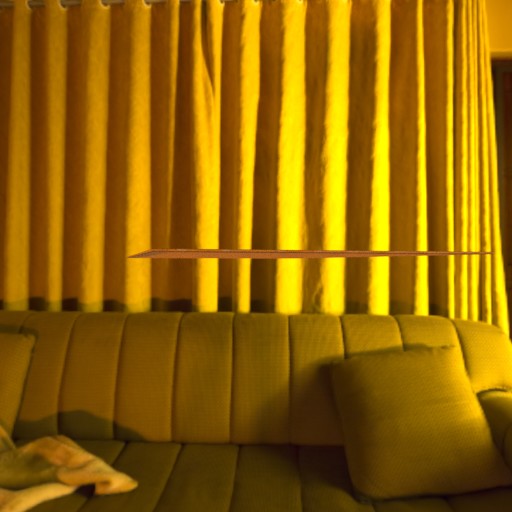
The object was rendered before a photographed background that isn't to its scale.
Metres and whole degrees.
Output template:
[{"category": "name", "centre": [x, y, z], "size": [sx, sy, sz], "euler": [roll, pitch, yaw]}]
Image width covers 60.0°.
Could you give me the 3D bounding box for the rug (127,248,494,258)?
[{"category": "rug", "centre": [0.000, 0.000, 2.284], "size": [1.213, 0.010, 1.829], "euler": [0, -1, -18]}]
